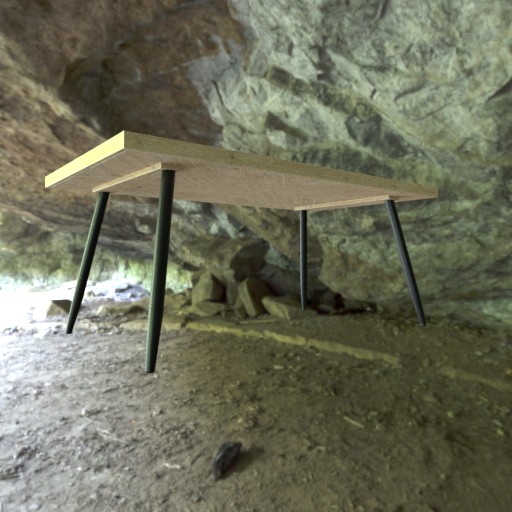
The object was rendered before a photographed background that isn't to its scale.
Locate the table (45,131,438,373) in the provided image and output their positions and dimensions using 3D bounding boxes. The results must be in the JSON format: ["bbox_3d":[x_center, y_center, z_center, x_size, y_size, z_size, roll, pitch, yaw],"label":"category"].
[{"bbox_3d":[0.000,0.000,2.301,1.803,0.762,0.991,0,0,-38],"label":"table"}]
